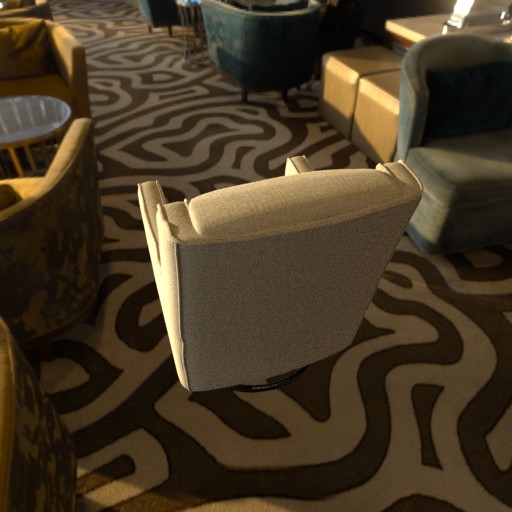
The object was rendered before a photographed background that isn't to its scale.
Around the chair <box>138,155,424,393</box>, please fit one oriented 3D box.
[{"bbox_3d":[0.000,0.000,1.641,0.732,0.993,0.879,-13,43,-14],"label":"chair"}]
